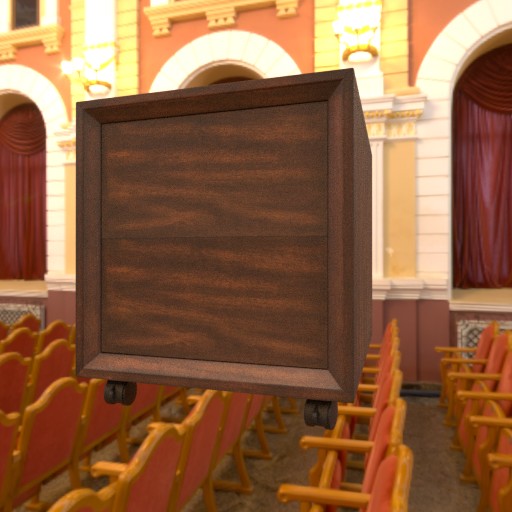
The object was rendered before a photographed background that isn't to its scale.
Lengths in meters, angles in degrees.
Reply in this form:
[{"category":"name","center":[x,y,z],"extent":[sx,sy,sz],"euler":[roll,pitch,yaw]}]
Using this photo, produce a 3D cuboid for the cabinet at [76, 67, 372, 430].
[{"category":"cabinet","center":[0.000,0.000,0.832],"extent":[0.402,0.455,0.500],"euler":[0,0,17]}]
